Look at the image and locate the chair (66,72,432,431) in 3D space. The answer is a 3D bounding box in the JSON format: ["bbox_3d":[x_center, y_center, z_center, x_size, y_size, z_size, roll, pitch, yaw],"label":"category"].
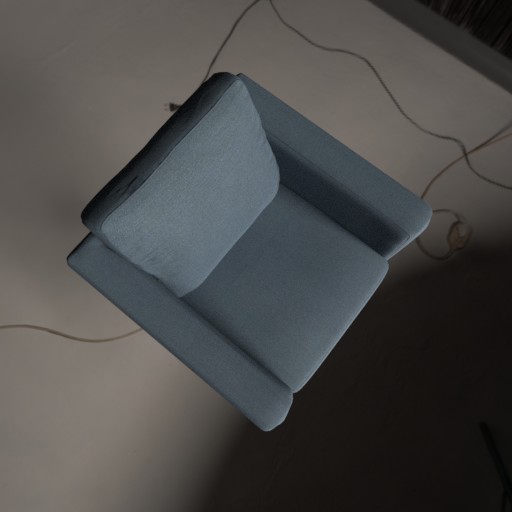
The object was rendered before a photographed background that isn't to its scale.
[{"bbox_3d":[0.000,0.000,1.571,0.820,0.922,0.855,38,79,9],"label":"chair"}]
